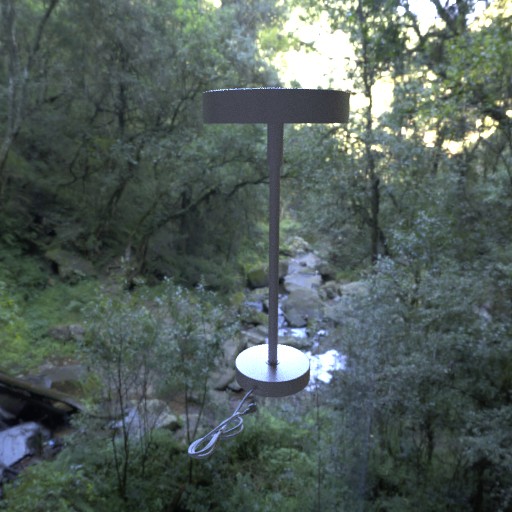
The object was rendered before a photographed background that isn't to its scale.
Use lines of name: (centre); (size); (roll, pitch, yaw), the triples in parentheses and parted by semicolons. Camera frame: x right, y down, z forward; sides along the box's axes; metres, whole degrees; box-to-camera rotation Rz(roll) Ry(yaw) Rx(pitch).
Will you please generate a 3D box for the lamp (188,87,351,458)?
lamp: (0.000, 0.000, 0.701); (0.229, 0.508, 0.369); (8, 18, 25)
